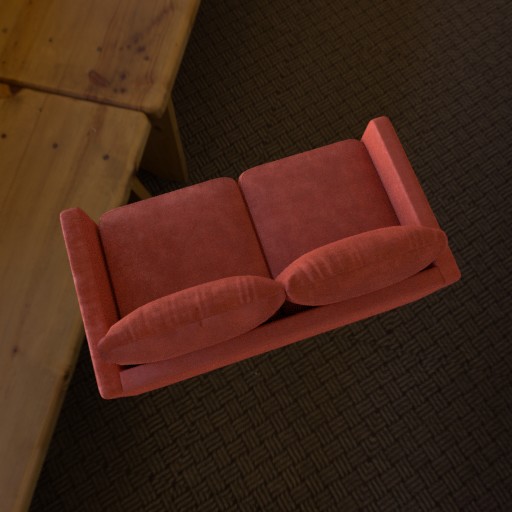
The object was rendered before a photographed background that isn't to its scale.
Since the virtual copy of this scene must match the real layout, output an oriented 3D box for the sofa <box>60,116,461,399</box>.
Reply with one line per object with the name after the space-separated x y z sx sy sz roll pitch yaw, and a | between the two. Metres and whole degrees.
0.000 0.000 2.120 1.574 0.896 0.864 -18 76 -5 | sofa
